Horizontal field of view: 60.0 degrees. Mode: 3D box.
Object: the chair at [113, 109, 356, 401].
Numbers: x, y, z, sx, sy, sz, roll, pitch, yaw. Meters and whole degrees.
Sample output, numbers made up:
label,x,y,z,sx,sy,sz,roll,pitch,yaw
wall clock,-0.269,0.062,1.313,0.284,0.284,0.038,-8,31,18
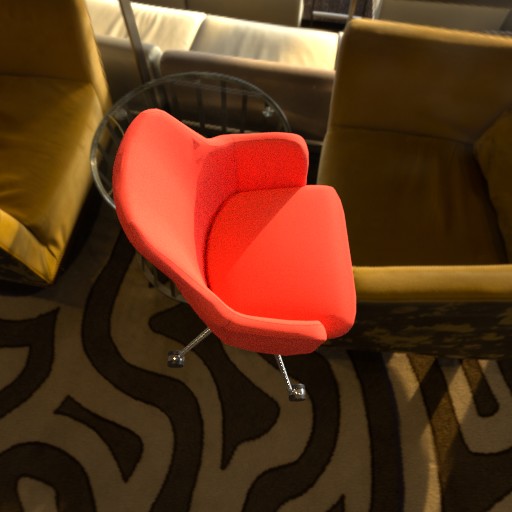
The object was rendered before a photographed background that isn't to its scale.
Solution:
label,x,y,z,sx,sy,sz,roll,pitch,yaw
chair,0.000,0.000,1.233,0.600,0.820,0.655,-1,63,-1
